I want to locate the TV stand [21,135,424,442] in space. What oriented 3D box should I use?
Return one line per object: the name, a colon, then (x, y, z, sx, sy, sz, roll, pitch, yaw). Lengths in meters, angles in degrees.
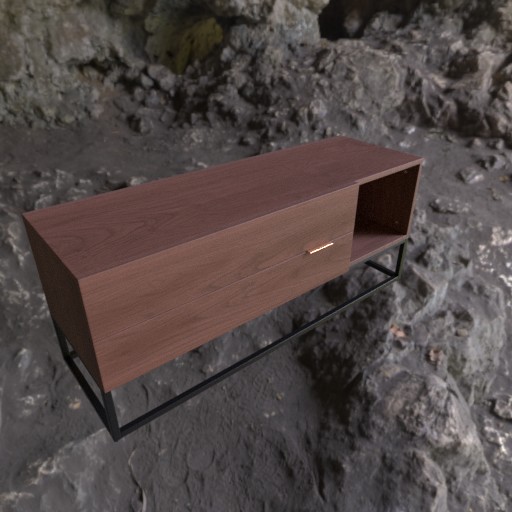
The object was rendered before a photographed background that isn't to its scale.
TV stand: (0.000, 0.000, 1.438, 1.200, 0.500, 0.415, -22, 37, -33)
